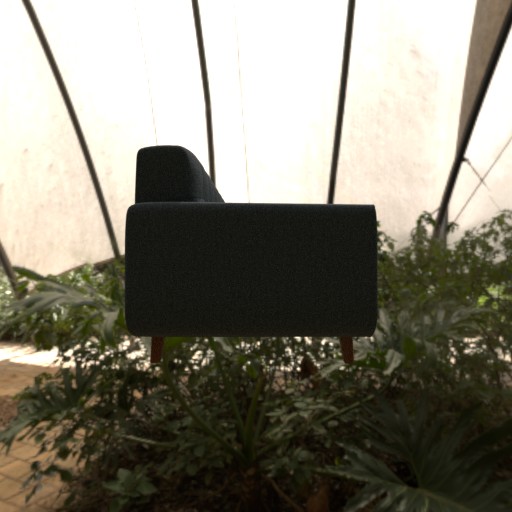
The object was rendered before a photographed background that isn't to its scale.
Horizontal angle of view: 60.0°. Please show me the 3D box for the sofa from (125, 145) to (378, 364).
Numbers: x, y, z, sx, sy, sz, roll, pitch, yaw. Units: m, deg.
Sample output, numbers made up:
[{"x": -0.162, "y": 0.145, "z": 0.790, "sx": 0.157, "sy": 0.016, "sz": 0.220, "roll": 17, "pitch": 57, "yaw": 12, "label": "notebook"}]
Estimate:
[{"x": 0.000, "y": 0.000, "z": 2.630, "sx": 0.942, "sy": 0.884, "sz": 2.055, "roll": 0, "pitch": -1, "yaw": 1, "label": "sofa"}]
